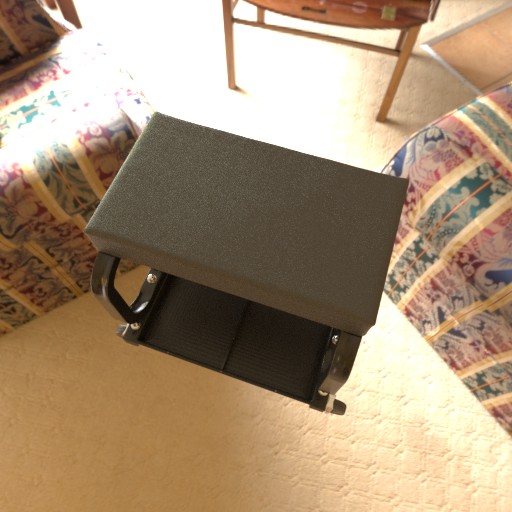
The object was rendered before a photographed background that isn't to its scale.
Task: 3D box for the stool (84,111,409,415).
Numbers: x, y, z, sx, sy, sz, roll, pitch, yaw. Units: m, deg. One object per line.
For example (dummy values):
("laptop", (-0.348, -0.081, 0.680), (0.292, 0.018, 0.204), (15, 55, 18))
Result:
("stool", (0.000, 0.000, 0.739), (0.446, 0.380, 0.371), (17, 65, 8))
